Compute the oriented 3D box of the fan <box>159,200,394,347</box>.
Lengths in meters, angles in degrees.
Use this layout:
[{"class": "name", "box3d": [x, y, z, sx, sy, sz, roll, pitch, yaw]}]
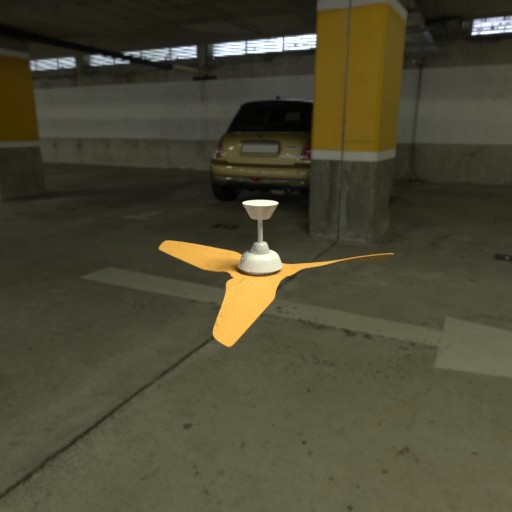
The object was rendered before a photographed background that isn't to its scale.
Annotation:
[{"class": "fan", "box3d": [0.000, 0.000, 1.673, 1.142, 0.355, 1.010, 3, 16, 9]}]
